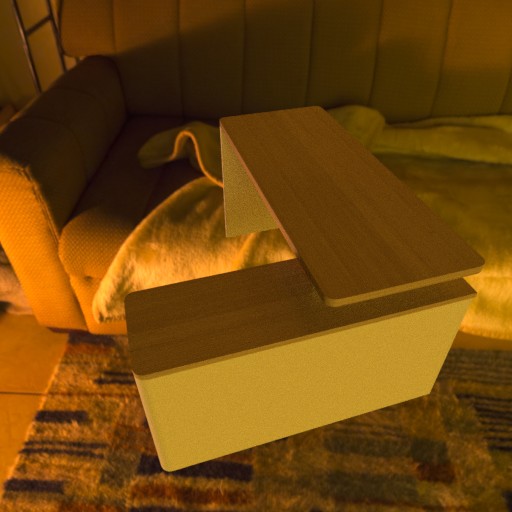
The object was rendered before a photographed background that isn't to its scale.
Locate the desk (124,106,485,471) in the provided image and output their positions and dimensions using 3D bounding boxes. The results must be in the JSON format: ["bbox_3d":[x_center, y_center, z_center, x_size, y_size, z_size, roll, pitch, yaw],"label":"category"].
[{"bbox_3d":[0.000,0.000,2.076,1.175,0.770,1.400,-11,42,-13],"label":"desk"}]
